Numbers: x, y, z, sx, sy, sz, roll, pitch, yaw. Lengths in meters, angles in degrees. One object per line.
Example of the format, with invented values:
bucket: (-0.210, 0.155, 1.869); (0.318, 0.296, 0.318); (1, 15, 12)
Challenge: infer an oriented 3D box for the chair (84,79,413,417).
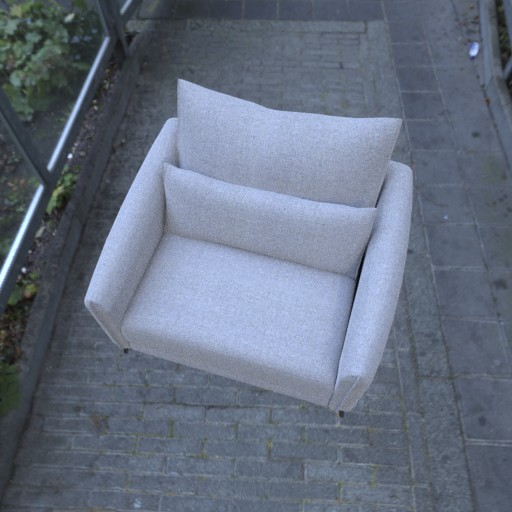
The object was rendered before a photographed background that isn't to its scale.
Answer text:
chair: (0.000, 0.000, 1.630); (1.029, 0.856, 0.801); (14, 58, 9)
